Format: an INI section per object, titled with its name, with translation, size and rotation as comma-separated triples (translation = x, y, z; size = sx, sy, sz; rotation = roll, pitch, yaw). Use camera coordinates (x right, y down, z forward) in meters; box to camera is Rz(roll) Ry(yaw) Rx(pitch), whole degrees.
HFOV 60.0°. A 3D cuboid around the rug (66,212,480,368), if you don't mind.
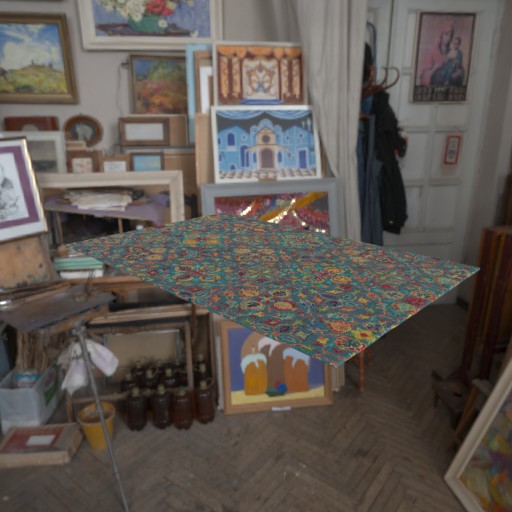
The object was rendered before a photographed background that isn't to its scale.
[rug]
translation = 0.000, 0.000, 2.328
size = 1.836, 0.014, 1.216
rotation = 16, 24, 42
